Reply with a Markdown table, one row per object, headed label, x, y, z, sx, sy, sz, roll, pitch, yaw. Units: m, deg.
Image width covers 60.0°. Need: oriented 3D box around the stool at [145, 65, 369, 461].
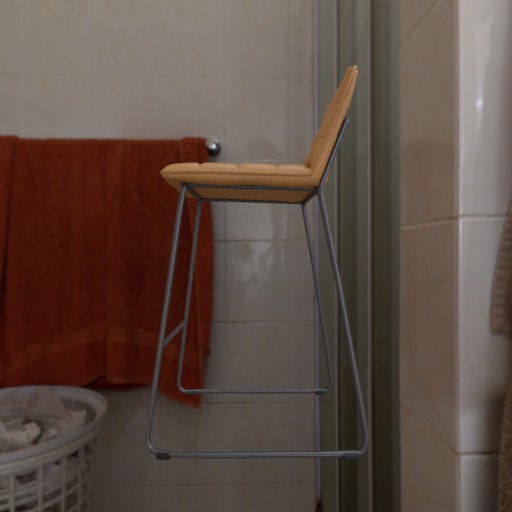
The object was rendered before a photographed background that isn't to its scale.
| label | x | y | z | sx | sy | sz | roll | pitch | yaw |
| --- | --- | --- | --- | --- | --- | --- | --- | --- | --- |
| stool | 0.000 | 0.000 | 1.254 | 0.524 | 0.936 | 0.489 | 0 | 1 | 0 |
